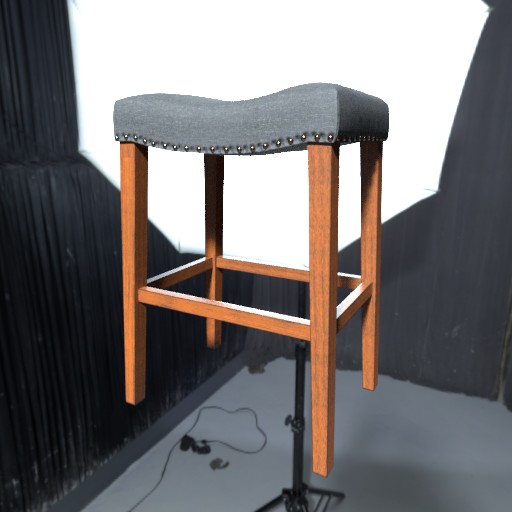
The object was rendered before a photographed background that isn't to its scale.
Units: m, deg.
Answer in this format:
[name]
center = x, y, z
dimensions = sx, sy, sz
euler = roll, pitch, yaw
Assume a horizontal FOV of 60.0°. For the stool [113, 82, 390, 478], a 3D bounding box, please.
[stool]
center = 0.000, 0.000, 0.873
dimensions = 0.439, 0.612, 0.320
euler = 8, 17, 28
